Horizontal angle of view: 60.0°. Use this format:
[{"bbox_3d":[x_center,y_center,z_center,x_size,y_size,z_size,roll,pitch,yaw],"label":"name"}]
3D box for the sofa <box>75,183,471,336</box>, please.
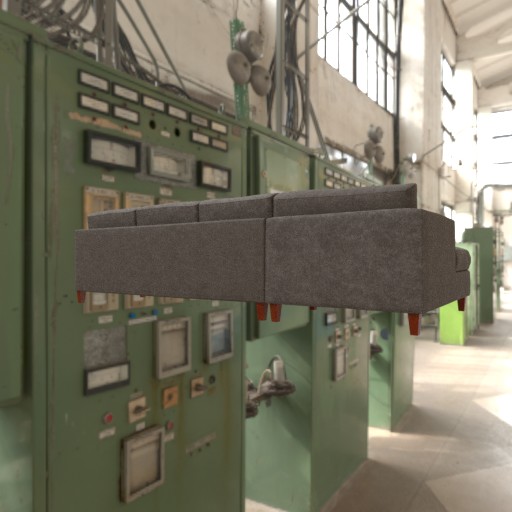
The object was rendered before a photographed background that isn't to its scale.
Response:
[{"bbox_3d":[0.000,0.000,4.189,3.471,0.954,1.606,0,0,35],"label":"sofa"}]
